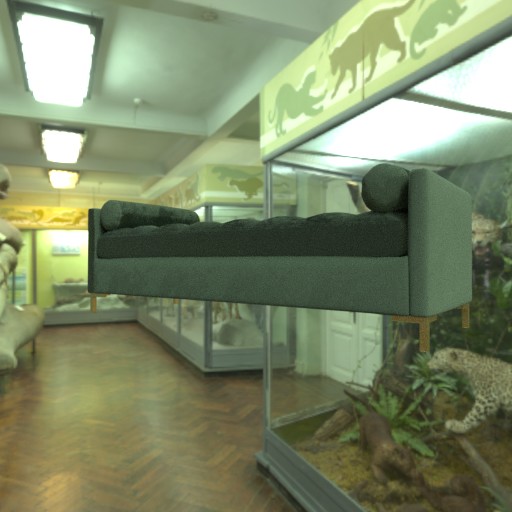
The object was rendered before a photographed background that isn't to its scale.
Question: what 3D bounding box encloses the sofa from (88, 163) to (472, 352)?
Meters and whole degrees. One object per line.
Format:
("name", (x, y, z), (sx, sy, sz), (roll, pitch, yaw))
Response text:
("sofa", (0.000, 0.000, 2.482), (2.102, 0.705, 0.796), (0, -1, 36))
